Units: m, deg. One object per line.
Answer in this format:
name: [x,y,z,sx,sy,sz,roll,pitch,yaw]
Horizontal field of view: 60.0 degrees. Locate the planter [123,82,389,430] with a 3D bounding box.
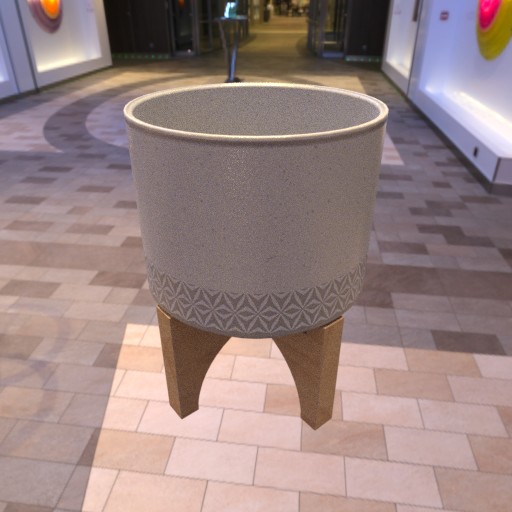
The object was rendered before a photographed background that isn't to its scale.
planter: [0.000,0.000,0.267,0.130,0.178,0.130,0,30,0]
